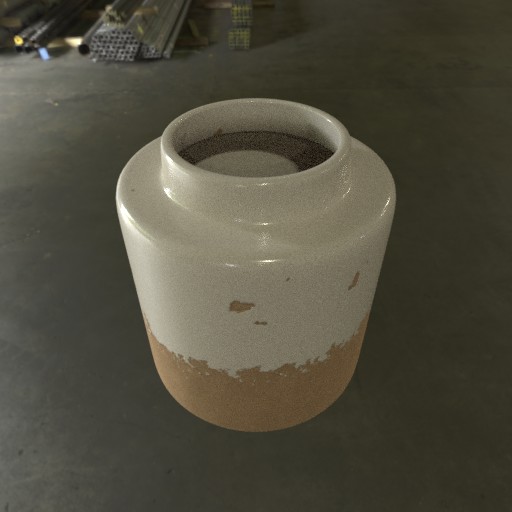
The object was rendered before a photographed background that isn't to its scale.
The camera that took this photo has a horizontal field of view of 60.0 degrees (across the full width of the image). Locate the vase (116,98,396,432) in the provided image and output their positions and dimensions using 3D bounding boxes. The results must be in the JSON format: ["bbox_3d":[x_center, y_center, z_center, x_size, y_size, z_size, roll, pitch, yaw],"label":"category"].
[{"bbox_3d":[0.000,0.000,0.283,0.153,0.167,0.153,0,41,0],"label":"vase"}]
